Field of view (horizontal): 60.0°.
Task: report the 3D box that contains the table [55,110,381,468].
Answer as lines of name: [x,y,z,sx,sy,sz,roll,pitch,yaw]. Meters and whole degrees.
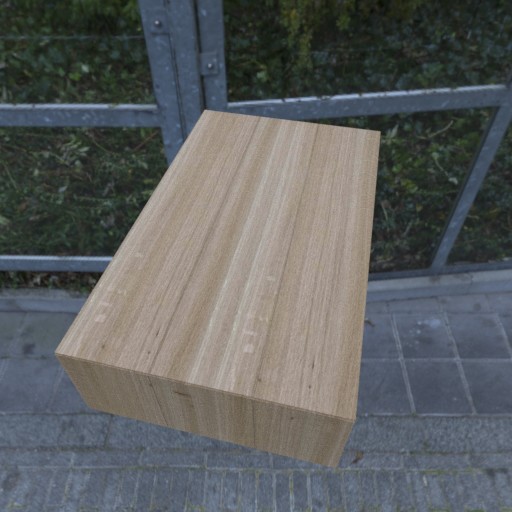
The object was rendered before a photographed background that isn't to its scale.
table: [0.000,0.000,1.446,0.678,0.353,1.110,10,48,9]
